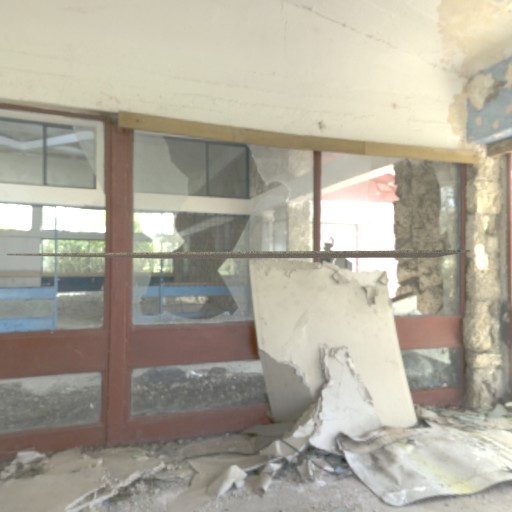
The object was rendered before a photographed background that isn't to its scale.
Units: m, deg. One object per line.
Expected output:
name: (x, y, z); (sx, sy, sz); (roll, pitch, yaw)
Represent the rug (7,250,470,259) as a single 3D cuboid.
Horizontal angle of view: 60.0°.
rug: (0.000, 0.000, 4.047); (3.201, 0.014, 2.437); (0, -1, 17)
